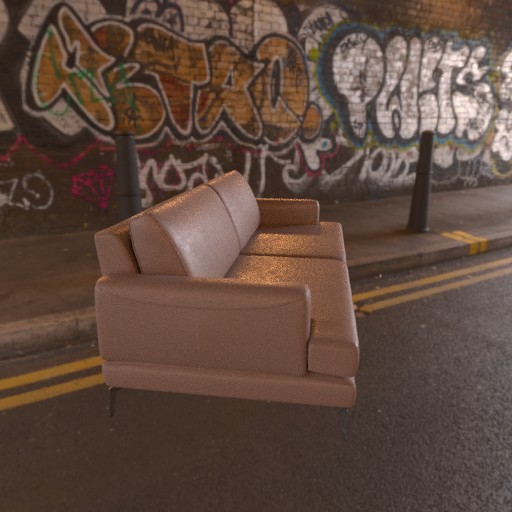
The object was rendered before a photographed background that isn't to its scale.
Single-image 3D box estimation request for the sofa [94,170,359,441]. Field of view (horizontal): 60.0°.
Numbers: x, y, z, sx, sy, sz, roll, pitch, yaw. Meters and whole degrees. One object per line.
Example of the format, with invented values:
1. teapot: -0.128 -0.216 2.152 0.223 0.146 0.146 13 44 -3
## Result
1. sofa: 0.000 0.000 2.394 0.974 0.765 1.940 2 16 8
